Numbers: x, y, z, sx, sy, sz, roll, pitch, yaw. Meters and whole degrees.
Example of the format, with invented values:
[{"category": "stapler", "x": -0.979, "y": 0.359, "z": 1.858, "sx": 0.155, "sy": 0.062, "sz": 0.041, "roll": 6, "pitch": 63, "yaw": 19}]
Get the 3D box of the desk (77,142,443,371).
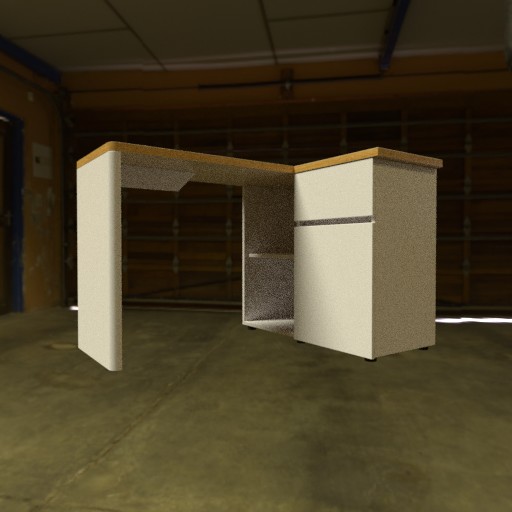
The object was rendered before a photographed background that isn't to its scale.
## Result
[{"category": "desk", "x": 0.000, "y": 0.000, "z": 1.787, "sx": 1.170, "sy": 0.760, "sz": 0.900, "roll": -1, "pitch": 1, "yaw": -35}]
